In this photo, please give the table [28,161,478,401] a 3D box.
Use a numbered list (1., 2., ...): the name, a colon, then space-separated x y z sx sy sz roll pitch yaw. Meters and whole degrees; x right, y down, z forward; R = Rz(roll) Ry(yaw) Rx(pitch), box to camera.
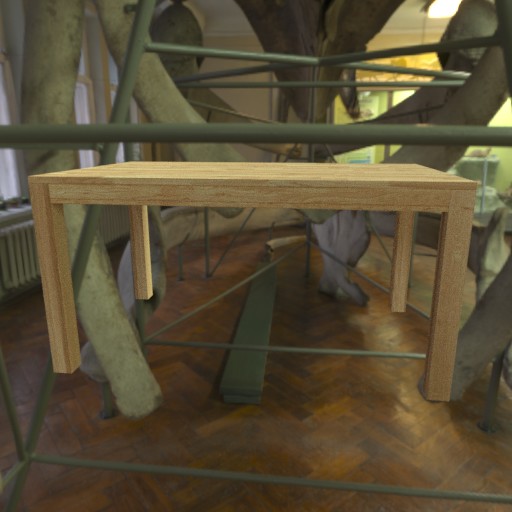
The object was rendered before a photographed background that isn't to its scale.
1. table: 0.000 0.000 1.993 1.500 0.770 0.900 2 15 7
